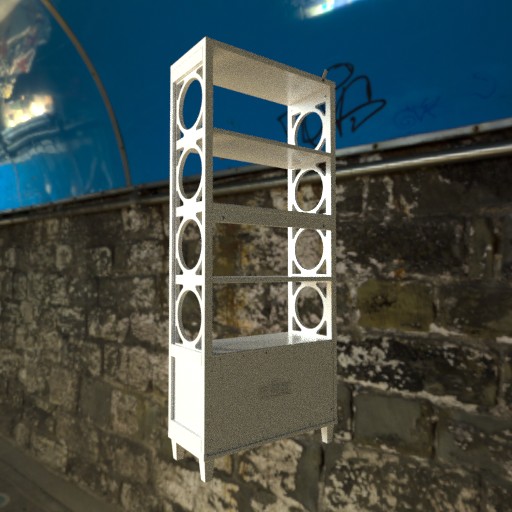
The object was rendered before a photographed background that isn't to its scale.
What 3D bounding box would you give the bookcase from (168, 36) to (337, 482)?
[{"bbox_3d":[0.000,0.000,2.156,0.761,1.869,0.361,1,-2,-36],"label":"bookcase"}]
